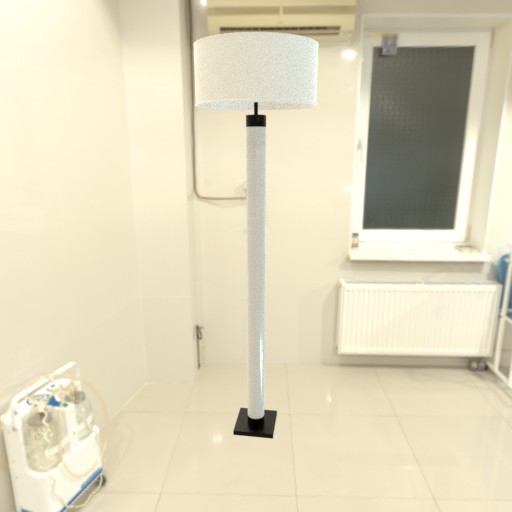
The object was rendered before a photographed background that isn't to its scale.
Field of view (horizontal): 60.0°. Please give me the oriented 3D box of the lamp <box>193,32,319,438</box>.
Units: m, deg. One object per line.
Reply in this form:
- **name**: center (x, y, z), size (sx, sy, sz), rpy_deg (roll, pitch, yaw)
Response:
- **lamp**: center (0.000, 0.000, 1.676), size (0.420, 1.475, 0.420), rpy_deg (2, 15, 8)
